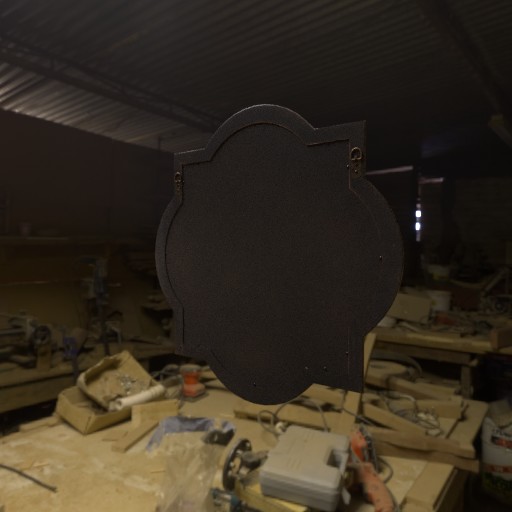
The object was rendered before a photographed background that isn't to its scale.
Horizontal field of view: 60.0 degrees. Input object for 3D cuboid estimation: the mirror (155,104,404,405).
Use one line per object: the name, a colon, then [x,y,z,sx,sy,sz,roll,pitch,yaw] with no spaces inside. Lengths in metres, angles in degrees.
mirror: [0.000,0.000,1.053,0.686,0.686,0.019,1,2,37]
